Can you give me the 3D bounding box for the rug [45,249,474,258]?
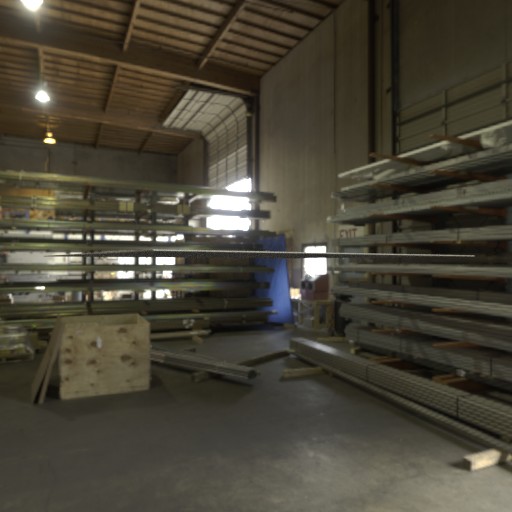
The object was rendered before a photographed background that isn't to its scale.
[{"bbox_3d":[0.000,0.000,3.997,3.045,0.008,2.421,1,-1,-37],"label":"rug"}]
